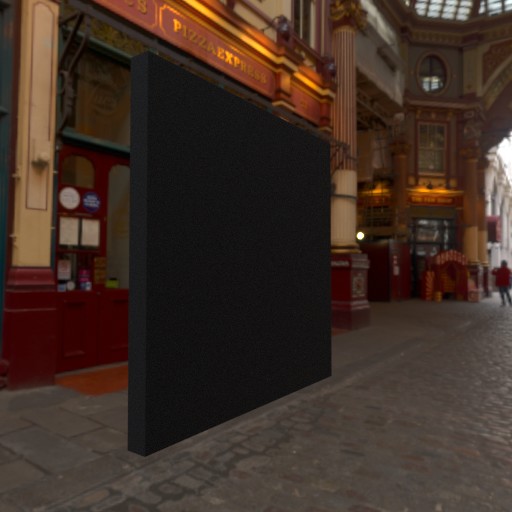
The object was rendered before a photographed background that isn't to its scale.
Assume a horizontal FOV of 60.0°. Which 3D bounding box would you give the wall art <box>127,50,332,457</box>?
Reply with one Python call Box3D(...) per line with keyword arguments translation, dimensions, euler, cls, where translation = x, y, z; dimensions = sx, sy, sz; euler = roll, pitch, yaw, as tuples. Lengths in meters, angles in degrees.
Box3D(translation=(0.000, 0.000, 0.695), dimensions=(0.030, 0.458, 0.462), euler=(-1, -2, 36), cls="wall art")
